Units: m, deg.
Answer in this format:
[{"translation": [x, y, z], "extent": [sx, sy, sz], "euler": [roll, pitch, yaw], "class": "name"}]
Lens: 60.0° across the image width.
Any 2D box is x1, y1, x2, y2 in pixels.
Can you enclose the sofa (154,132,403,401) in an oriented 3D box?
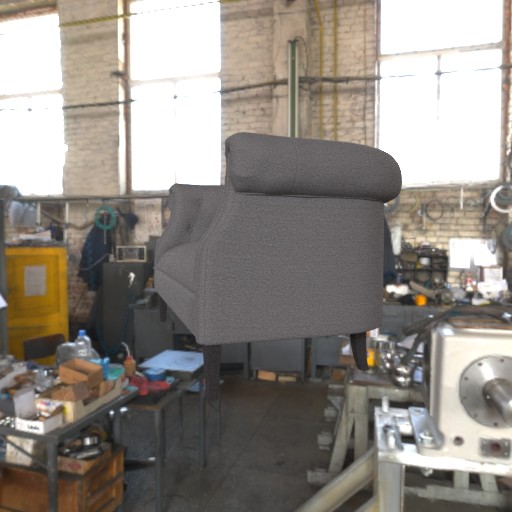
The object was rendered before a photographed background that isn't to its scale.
[{"translation": [0.000, 0.000, 2.109], "extent": [0.835, 0.827, 1.558], "euler": [-1, 2, -18], "class": "sofa"}]
